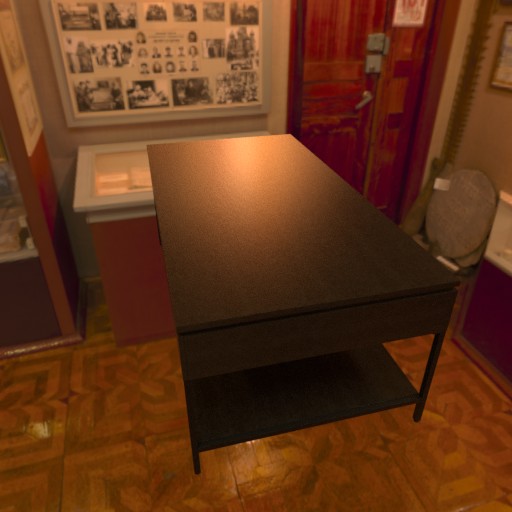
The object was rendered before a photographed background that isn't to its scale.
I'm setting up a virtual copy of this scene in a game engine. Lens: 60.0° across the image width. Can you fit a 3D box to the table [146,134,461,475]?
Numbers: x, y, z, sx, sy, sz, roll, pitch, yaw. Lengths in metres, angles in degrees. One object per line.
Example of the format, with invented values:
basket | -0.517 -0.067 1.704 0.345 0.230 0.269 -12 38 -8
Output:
table | 0.000 0.000 1.401 0.574 0.435 1.095 -8 32 -12
